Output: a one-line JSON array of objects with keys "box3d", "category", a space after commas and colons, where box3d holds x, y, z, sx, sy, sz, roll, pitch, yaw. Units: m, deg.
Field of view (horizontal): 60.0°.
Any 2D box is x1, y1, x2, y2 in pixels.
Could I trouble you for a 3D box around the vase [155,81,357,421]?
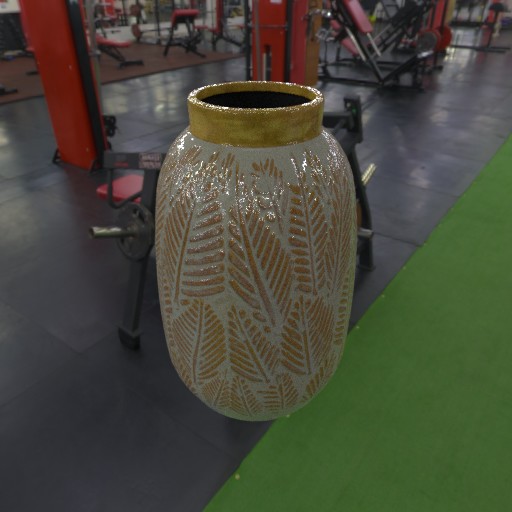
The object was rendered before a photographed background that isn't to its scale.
[{"box3d": [0.000, 0.000, 0.384, 0.172, 0.270, 0.172, 0, 32, 0], "category": "vase"}]
